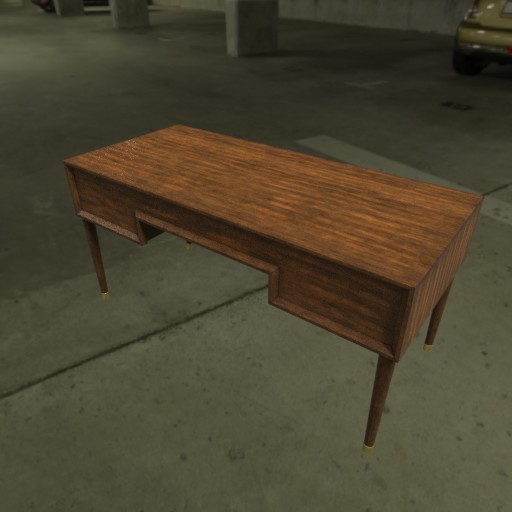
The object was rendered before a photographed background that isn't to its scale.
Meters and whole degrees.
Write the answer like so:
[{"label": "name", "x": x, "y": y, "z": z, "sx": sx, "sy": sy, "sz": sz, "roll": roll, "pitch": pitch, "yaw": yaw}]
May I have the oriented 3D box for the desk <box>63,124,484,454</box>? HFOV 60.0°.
[{"label": "desk", "x": 0.000, "y": 0.000, "z": 1.994, "sx": 1.575, "sy": 0.762, "sz": 0.724, "roll": 22, "pitch": 38, "yaw": 30}]
